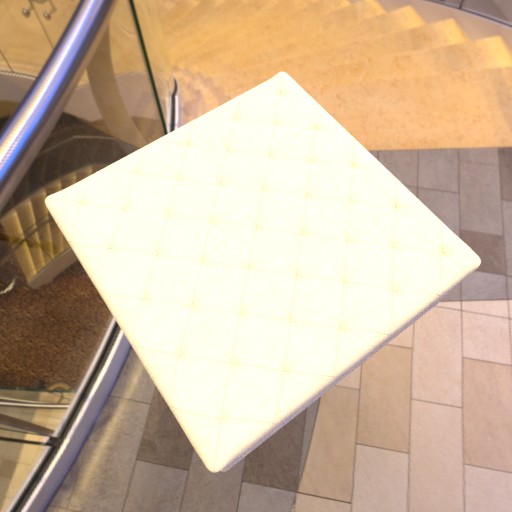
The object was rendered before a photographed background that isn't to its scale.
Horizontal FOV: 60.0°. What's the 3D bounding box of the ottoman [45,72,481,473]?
[{"bbox_3d":[0.000,0.000,1.610,1.028,0.439,1.028,-33,69,-15],"label":"ottoman"}]
